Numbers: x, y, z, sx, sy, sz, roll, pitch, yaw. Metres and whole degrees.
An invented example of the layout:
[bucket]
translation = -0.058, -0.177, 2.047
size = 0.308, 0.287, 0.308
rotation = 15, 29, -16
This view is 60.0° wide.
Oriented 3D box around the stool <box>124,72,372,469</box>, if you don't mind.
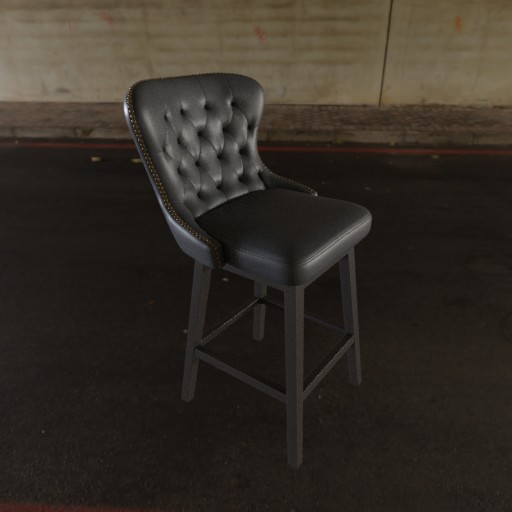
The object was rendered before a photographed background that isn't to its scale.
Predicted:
[stool]
translation = 0.000, 0.000, 1.317
size = 0.593, 0.971, 0.528
rotation = 18, 32, 32
